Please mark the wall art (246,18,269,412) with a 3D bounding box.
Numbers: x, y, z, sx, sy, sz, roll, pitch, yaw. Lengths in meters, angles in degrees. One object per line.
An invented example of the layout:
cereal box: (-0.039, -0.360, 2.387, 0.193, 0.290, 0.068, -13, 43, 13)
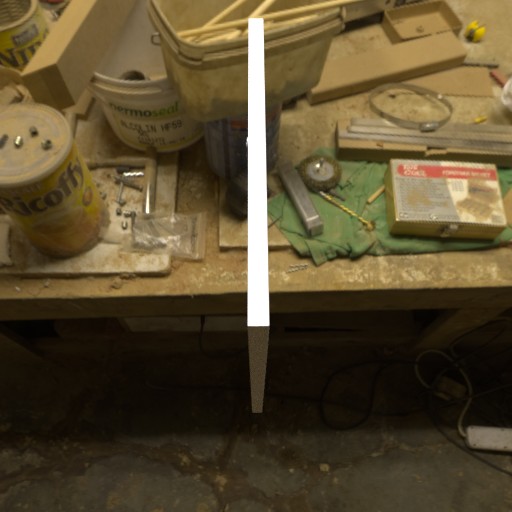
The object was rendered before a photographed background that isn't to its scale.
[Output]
wall art: (0.000, 0.000, 1.404, 0.042, 1.056, 0.805, 0, 63, 0)
